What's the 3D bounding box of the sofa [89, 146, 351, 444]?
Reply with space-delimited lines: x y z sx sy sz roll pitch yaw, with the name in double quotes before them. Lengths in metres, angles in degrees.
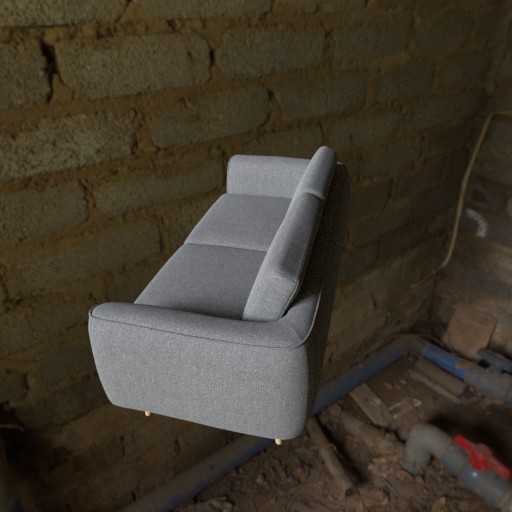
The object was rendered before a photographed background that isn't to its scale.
"sofa" 0.000 0.000 2.463 0.920 0.870 2.000 7 32 12
